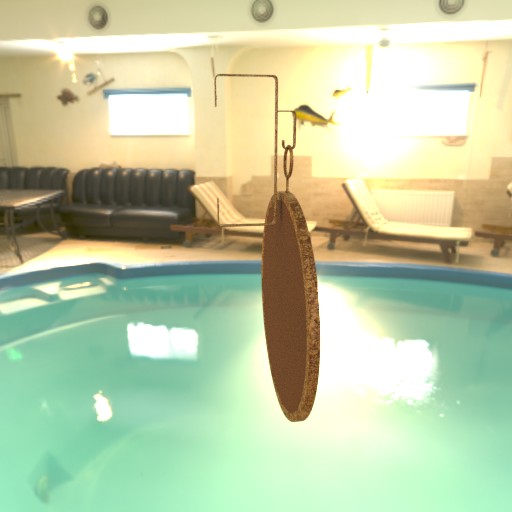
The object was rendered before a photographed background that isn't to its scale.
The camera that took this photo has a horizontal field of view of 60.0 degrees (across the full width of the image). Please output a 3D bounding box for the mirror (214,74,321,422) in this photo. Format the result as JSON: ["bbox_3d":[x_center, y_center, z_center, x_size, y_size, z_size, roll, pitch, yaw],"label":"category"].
[{"bbox_3d":[0.000,0.000,0.856,0.144,0.651,0.447,-2,16,-8],"label":"mirror"}]
